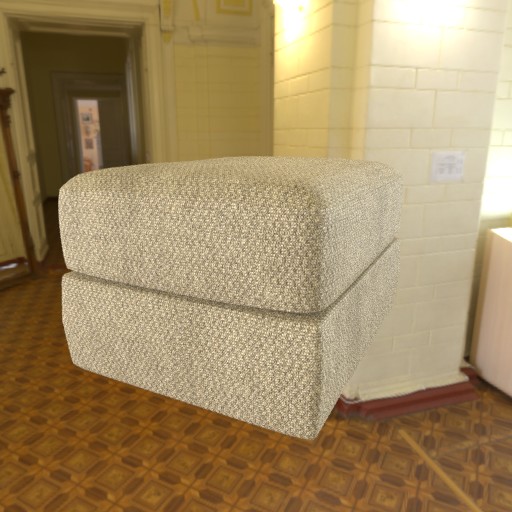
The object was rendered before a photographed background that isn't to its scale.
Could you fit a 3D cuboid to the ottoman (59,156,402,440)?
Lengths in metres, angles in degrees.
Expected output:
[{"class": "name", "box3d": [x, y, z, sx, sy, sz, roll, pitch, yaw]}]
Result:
[{"class": "ottoman", "box3d": [0.000, 0.000, 1.128, 0.603, 0.476, 0.751, 8, 17, 26]}]
